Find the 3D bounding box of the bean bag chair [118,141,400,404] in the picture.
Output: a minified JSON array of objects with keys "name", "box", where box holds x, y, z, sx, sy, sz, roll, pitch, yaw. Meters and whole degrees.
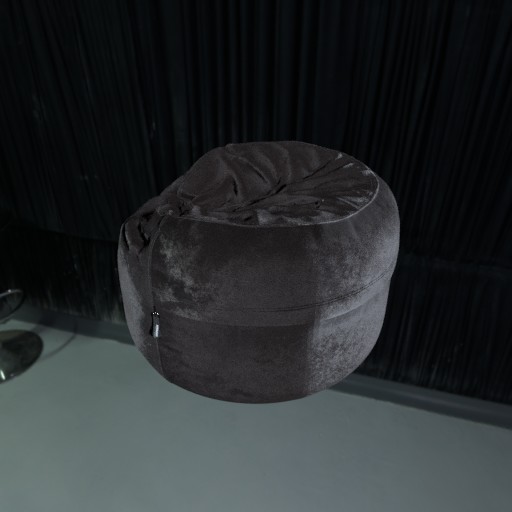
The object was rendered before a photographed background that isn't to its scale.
[{"name":"bean bag chair","box":[0.000,0.000,1.522,0.918,0.605,0.918,0,30,0]}]
